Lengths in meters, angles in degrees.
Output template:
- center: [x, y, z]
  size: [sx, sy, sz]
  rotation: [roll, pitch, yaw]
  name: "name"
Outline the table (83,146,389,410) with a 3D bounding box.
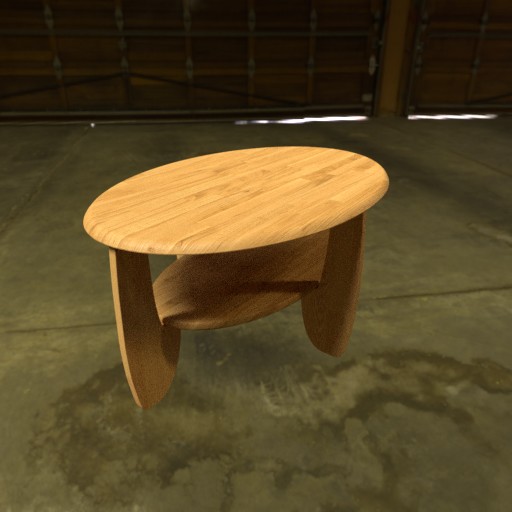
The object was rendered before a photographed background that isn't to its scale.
- center: [0.000, 0.000, 1.377]
  size: [0.690, 0.490, 1.040]
  rotation: [17, 30, 32]
  name: "table"
